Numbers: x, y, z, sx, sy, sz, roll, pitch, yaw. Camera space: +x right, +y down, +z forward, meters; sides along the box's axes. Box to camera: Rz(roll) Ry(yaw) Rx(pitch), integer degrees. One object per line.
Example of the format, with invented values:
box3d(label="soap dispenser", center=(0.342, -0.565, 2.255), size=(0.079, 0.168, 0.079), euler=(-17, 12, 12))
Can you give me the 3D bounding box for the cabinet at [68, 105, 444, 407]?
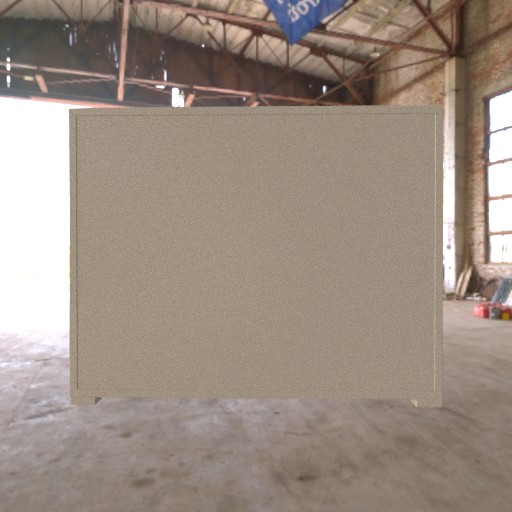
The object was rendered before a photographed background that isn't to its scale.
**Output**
box3d(label="cabinet", center=(0.000, 0.000, 1.383), size=(1.000, 0.800, 0.400), euler=(0, 1, 1))
